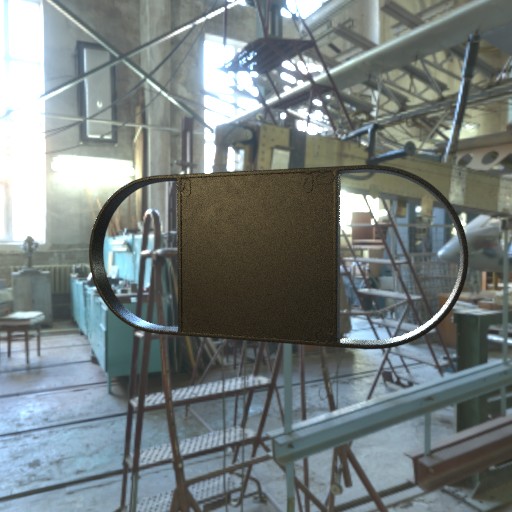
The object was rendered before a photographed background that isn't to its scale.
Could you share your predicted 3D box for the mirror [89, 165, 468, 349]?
[{"bbox_3d":[0.000,0.000,0.674,0.584,0.254,0.032,1,2,18],"label":"mirror"}]
